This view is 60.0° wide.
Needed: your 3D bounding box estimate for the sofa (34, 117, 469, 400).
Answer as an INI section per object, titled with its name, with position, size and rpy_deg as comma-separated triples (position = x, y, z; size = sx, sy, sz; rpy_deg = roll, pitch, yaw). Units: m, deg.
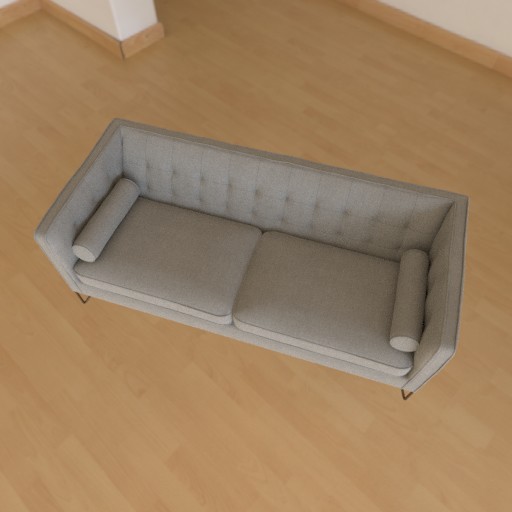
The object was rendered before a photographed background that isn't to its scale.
[sofa]
position = 0.000, 0.000, 2.566
size = 2.079, 0.798, 0.912
rpy_deg = 15, 58, 9
